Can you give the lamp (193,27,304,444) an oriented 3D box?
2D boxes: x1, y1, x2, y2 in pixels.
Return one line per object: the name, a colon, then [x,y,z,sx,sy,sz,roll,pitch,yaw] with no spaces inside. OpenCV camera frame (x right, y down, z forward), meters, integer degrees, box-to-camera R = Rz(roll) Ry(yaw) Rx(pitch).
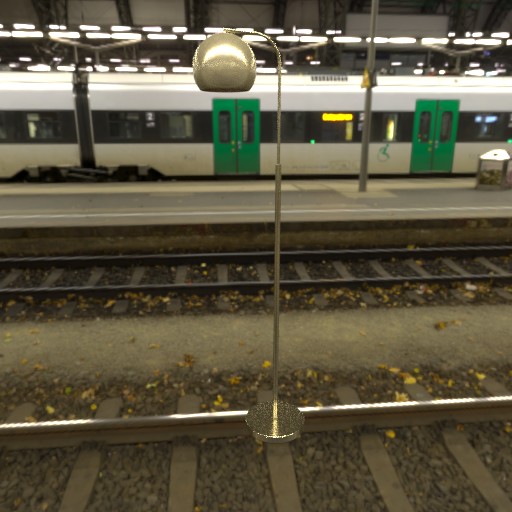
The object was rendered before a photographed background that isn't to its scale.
lamp: [0.000,0.000,1.654,0.431,1.526,0.250,-8,18,-25]
